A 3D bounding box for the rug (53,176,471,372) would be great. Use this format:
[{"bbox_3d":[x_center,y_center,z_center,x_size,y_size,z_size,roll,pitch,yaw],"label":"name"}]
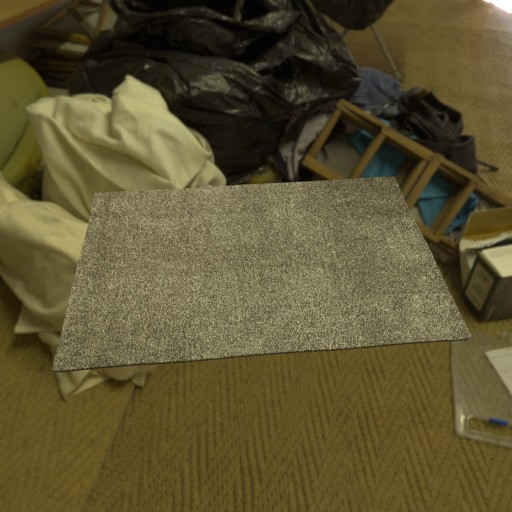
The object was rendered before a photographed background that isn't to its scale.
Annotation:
[{"bbox_3d":[0.000,0.000,2.968,2.352,0.025,1.501,-4,48,-3],"label":"rug"}]
